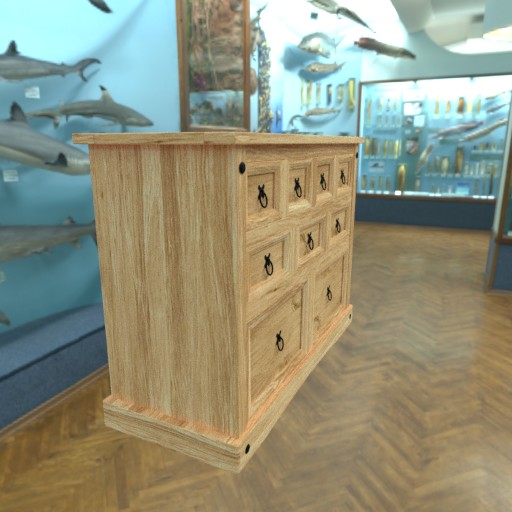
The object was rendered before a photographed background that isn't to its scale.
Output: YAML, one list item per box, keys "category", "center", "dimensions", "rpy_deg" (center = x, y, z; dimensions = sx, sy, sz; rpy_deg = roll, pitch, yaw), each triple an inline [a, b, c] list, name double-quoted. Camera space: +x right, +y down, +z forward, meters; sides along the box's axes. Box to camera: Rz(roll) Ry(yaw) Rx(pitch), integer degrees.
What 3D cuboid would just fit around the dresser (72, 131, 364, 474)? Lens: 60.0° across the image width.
- category: "dresser"
  center: [0.000, 0.000, 1.403]
  dimensions: [0.410, 0.740, 0.990]
  rpy_deg: [7, 16, 26]
